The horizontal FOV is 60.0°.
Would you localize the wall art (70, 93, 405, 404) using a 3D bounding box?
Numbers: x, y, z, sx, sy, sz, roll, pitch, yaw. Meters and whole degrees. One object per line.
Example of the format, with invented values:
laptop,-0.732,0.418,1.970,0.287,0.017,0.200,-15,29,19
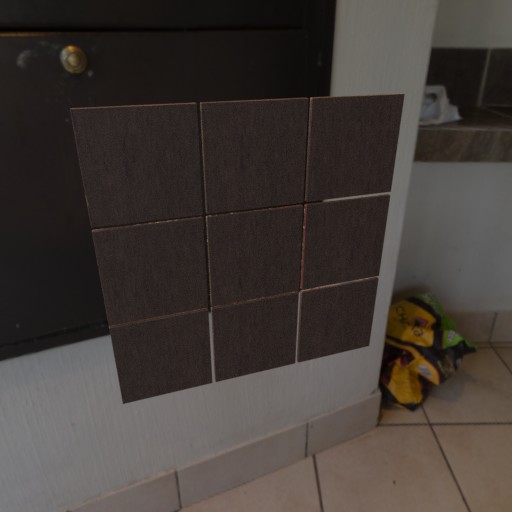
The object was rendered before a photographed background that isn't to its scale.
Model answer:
wall art,0.000,0.000,1.369,0.915,0.914,0.013,-9,28,-17
